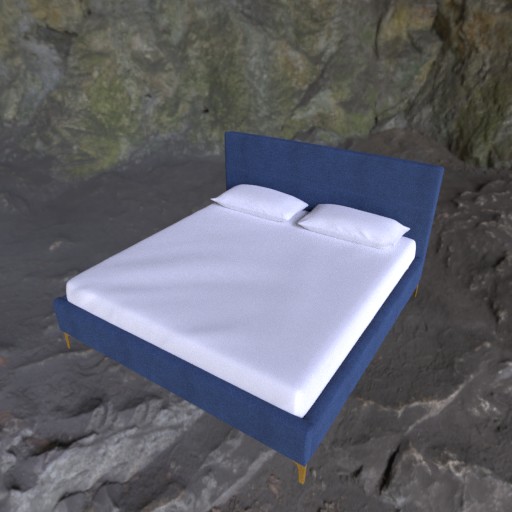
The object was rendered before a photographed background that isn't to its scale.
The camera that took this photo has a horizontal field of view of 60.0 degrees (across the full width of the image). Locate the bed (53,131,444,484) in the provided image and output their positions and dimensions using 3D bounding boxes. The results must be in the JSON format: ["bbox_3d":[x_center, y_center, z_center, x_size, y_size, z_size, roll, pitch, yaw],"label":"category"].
[{"bbox_3d":[0.000,0.000,3.438,2.096,1.231,2.232,18,34,29],"label":"bed"}]
